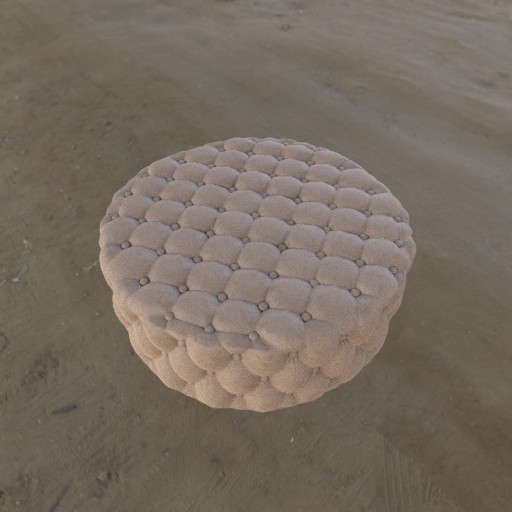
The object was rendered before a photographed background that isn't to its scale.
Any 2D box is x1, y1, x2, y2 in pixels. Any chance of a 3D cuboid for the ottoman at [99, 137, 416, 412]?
[{"bbox_3d":[0.000,0.000,1.534,0.998,0.399,0.998,0,46,0],"label":"ottoman"}]
